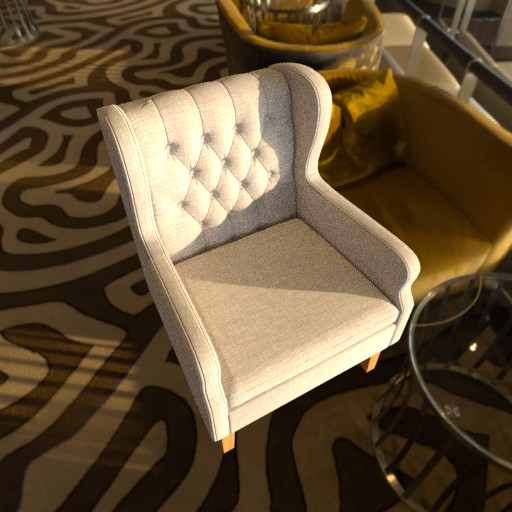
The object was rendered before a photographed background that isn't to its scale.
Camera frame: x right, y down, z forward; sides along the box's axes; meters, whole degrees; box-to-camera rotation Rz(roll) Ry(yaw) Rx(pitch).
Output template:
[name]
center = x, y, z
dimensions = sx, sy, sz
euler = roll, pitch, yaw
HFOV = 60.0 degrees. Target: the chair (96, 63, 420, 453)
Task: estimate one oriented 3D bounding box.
[chair]
center = 0.000, 0.000, 1.441
dimensions = 0.710, 0.930, 0.760
euler = -22, 51, -20
